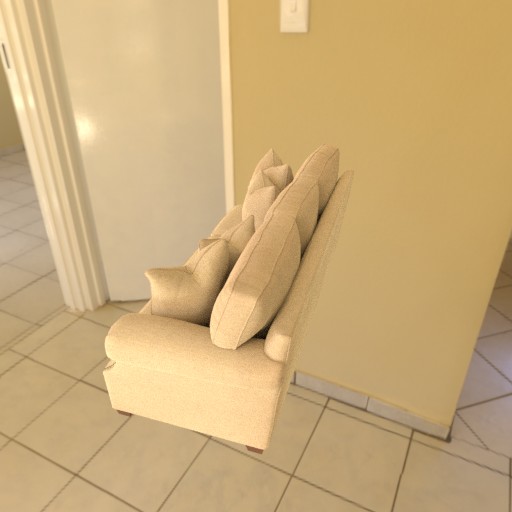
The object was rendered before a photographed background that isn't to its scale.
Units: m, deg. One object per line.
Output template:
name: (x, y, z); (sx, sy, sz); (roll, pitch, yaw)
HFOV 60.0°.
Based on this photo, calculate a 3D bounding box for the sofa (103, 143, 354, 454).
sofa: (0.000, 0.000, 2.900); (0.965, 0.975, 2.312); (9, 31, 15)
